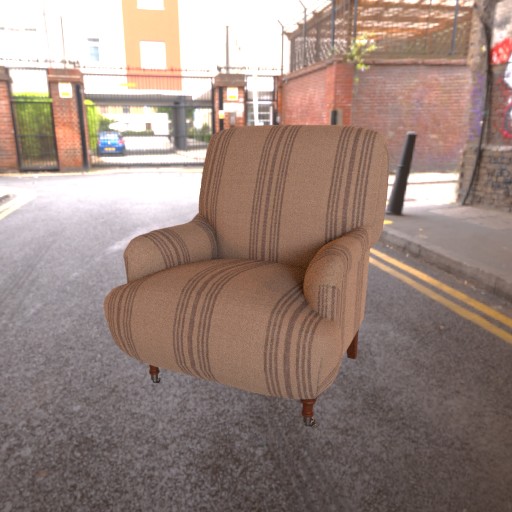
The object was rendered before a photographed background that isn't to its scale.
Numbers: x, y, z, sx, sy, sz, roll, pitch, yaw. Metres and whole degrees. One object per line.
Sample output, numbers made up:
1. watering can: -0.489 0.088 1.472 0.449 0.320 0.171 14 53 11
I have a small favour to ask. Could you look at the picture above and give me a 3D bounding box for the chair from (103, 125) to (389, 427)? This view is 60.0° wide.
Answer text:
1. chair: 0.000 0.000 1.636 0.813 0.940 0.914 7 17 24
